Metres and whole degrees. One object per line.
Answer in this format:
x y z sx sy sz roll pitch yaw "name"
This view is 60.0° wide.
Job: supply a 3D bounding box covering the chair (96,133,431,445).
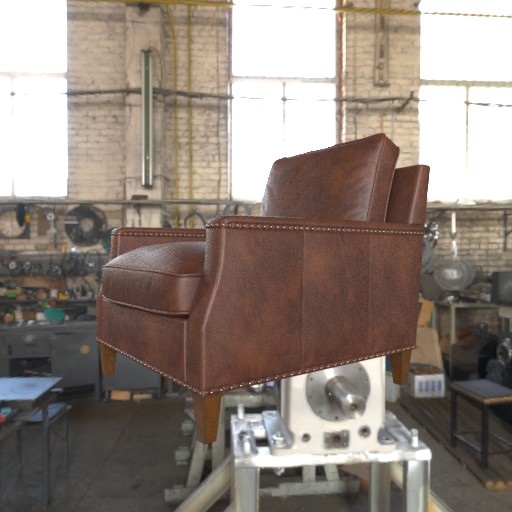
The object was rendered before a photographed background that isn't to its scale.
0.000 0.000 1.694 1.014 0.929 0.853 -1 1 -37 "chair"
